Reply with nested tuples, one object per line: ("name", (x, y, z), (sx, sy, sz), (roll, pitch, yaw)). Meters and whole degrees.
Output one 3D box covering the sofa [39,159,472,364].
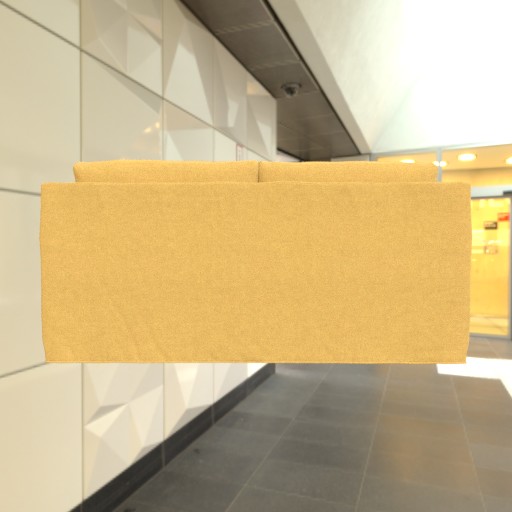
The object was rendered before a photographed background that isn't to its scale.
("sofa", (0.000, 0.000, 2.196), (1.719, 0.835, 0.962), (0, 1, 1))
